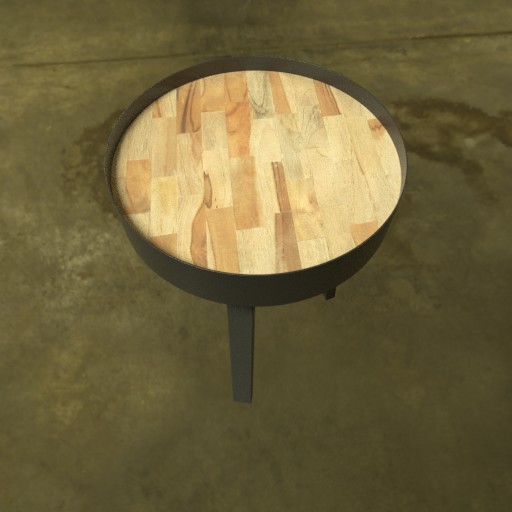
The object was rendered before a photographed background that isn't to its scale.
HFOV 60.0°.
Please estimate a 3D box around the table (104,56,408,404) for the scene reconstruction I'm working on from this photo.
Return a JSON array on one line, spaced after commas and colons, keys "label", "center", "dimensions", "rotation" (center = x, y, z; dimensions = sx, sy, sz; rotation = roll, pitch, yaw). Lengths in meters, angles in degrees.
[{"label": "table", "center": [0.000, 0.000, 0.838], "dimensions": [0.406, 0.559, 0.406], "rotation": [0, 58, 0]}]
